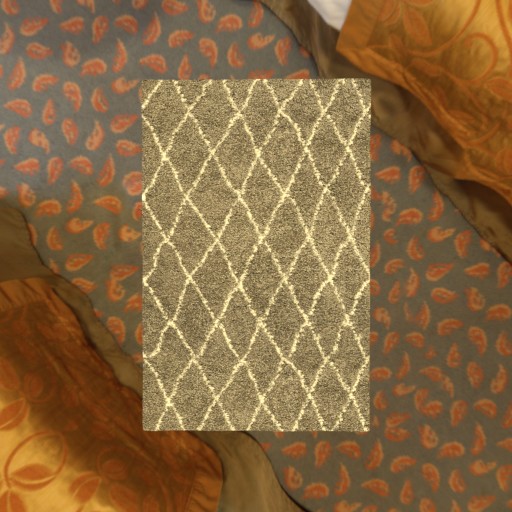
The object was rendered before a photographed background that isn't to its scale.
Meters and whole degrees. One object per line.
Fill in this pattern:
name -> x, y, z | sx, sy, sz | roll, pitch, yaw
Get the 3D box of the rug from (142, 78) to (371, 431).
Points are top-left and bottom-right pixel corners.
rug -> 0.000, 0.000, 3.457 | 1.778, 0.030, 2.743 | 0, 91, 1
